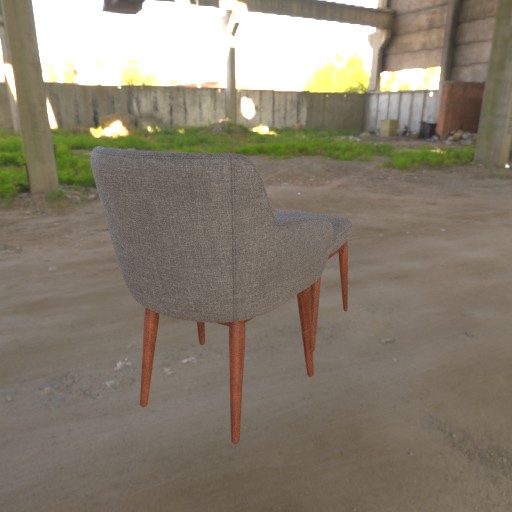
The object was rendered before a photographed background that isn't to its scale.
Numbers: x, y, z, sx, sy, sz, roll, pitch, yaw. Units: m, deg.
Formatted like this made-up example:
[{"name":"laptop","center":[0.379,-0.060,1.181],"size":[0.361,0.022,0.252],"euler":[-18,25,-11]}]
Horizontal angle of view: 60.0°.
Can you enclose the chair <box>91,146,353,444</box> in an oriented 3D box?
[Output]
[{"name":"chair","center":[0.000,0.000,1.547],"size":[0.584,0.799,1.107],"euler":[10,21,27]}]
